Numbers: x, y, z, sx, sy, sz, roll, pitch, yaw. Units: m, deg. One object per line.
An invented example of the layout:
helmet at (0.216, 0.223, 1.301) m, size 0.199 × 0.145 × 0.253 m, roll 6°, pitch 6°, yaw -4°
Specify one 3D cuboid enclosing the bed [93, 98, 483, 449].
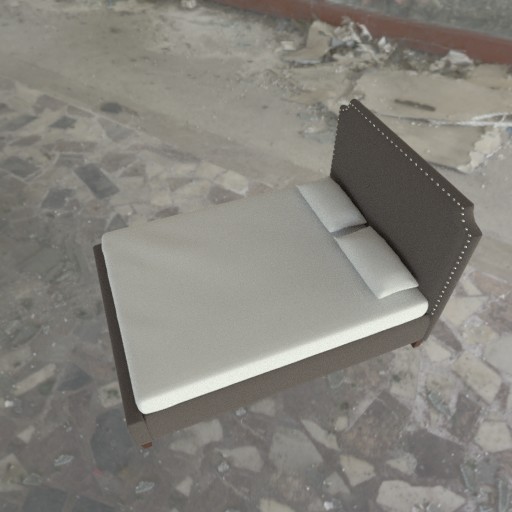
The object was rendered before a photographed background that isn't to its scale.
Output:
bed at (0.000, 0.000, 3.376) m, size 2.372 × 1.443 × 1.713 m, roll -16°, pitch 49°, yaw -14°
